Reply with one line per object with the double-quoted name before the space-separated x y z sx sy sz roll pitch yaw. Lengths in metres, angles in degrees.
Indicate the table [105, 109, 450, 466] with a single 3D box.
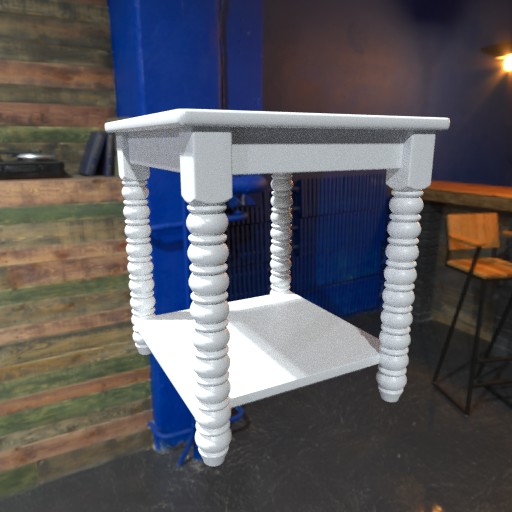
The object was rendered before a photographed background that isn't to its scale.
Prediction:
"table" 0.000 0.000 0.963 0.500 0.563 0.533 -8 16 -27
